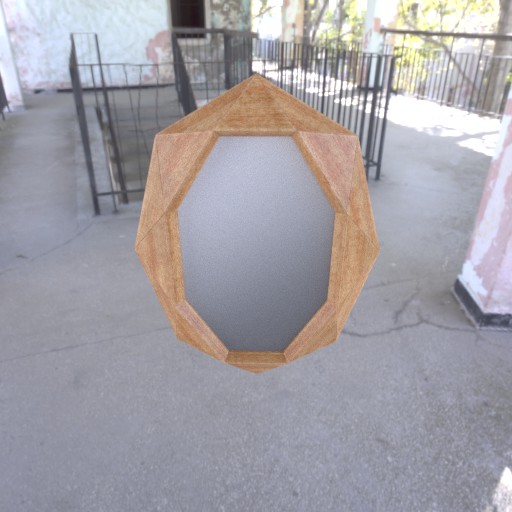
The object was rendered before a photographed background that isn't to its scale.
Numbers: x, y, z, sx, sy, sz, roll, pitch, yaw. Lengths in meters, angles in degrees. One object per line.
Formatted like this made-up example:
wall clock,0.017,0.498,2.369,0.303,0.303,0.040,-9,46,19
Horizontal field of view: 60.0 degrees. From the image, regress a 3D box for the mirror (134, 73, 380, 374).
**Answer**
mirror,0.000,0.000,1.019,0.577,0.774,0.070,1,28,1
